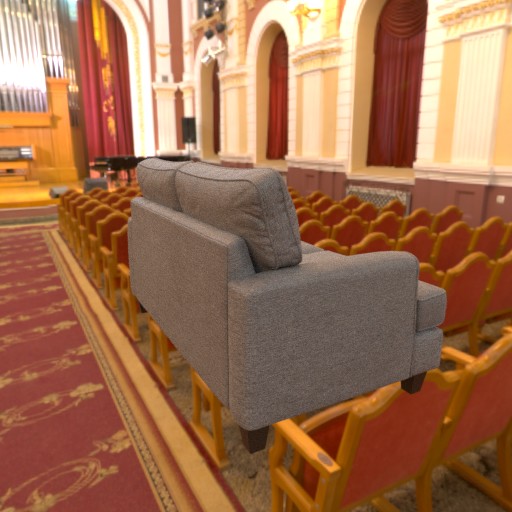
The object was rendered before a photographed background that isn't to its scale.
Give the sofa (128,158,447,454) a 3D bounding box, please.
[{"bbox_3d":[0.000,0.000,2.267,0.965,0.965,1.651,-7,16,-27],"label":"sofa"}]
